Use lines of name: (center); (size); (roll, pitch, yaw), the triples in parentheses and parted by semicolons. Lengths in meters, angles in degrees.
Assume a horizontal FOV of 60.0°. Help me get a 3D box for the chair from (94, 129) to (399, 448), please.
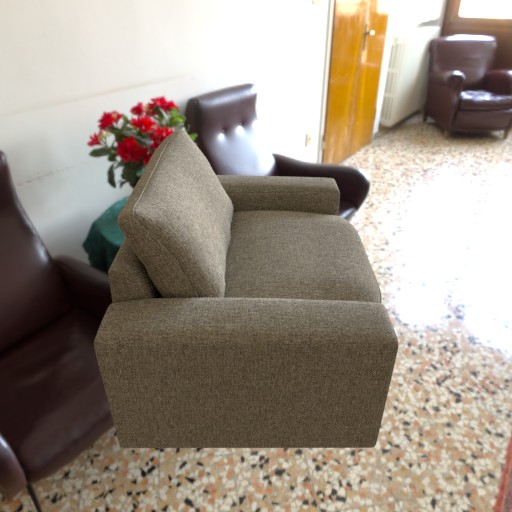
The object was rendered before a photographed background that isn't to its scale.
chair: (0.000, 0.000, 2.045); (1.039, 0.915, 1.398); (0, 32, 0)
